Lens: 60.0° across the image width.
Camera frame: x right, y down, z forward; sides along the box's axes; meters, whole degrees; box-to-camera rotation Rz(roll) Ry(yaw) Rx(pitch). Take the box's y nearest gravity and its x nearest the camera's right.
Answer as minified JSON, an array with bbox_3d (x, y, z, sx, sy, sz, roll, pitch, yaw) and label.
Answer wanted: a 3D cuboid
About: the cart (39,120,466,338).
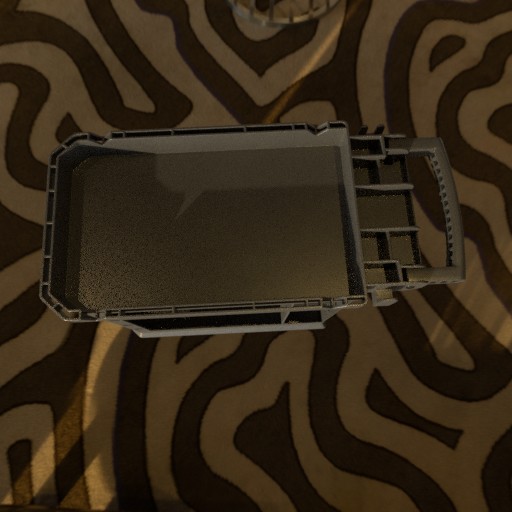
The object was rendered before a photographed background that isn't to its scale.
[{"bbox_3d":[0.000,0.000,1.543,1.061,0.884,0.497,-3,76,-1],"label":"cart"}]
